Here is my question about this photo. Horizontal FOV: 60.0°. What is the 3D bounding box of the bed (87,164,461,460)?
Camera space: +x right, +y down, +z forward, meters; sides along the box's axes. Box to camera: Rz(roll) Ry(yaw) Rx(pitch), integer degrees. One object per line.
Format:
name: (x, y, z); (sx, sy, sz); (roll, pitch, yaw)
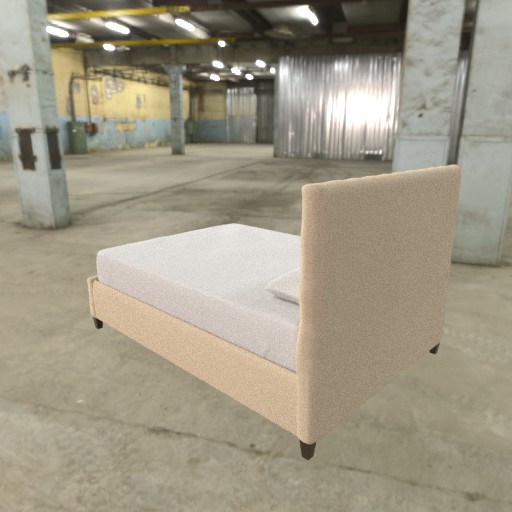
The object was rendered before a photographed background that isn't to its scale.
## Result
bed: (0.000, 0.000, 3.457); (2.387, 1.427, 1.698); (15, 21, 42)
